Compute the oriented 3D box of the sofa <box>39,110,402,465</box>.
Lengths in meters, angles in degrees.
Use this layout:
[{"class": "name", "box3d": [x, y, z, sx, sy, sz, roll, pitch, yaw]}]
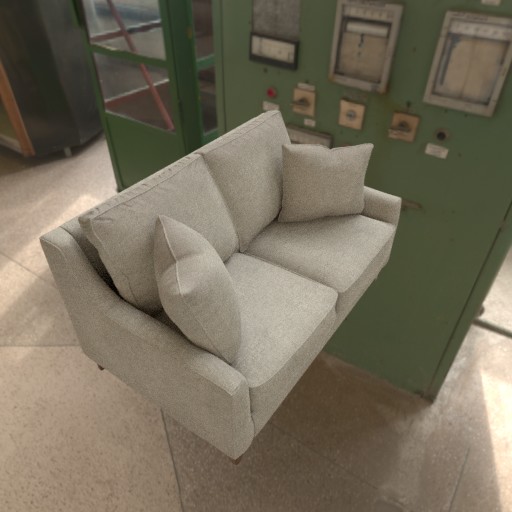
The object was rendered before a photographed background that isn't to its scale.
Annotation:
[{"class": "sofa", "box3d": [0.000, 0.000, 2.025, 0.915, 0.863, 1.422, 24, 45, 27]}]
